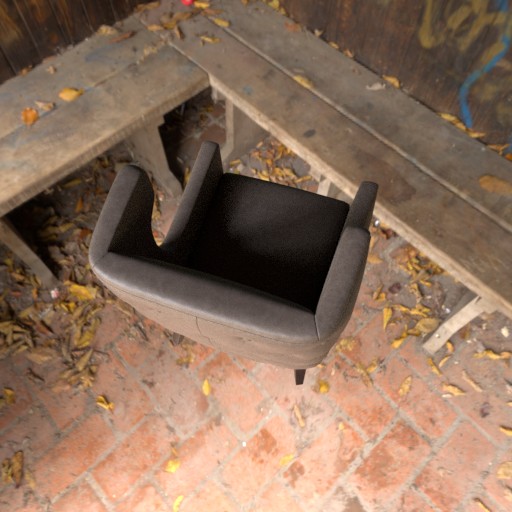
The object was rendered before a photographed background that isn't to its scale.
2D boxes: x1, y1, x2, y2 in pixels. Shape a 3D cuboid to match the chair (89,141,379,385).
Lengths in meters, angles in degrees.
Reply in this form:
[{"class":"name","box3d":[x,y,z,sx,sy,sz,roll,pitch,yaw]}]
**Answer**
[{"class":"chair","box3d":[0.000,0.000,1.668,0.769,1.079,0.899,16,63,9]}]
